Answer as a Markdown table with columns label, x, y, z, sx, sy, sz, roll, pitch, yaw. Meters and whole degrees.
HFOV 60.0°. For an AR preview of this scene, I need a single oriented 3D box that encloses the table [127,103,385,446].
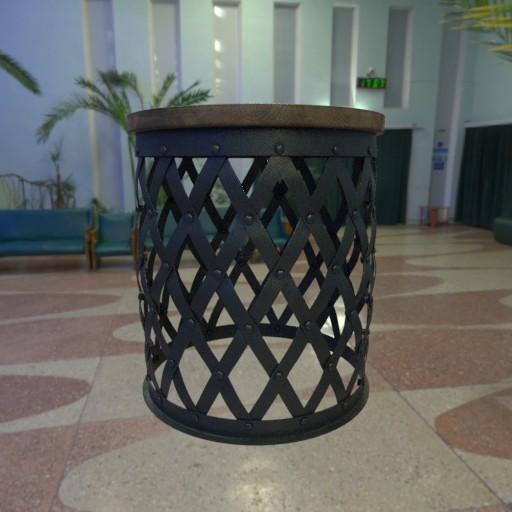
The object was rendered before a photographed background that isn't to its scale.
| label | x | y | z | sx | sy | sz | roll | pitch | yaw |
| --- | --- | --- | --- | --- | --- | --- | --- | --- | --- |
| table | 0.000 | 0.000 | 0.768 | 0.405 | 0.454 | 0.405 | 0 | 12 | 0 |
